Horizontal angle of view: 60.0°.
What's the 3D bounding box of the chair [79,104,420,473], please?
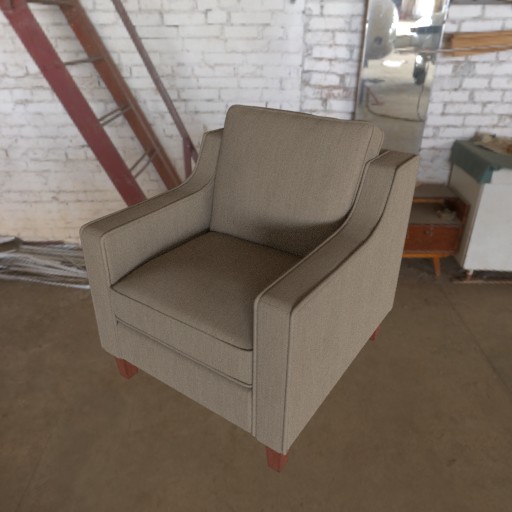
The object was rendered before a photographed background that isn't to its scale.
[{"bbox_3d":[0.000,0.000,1.647,0.831,0.960,0.909,19,34,30],"label":"chair"}]
